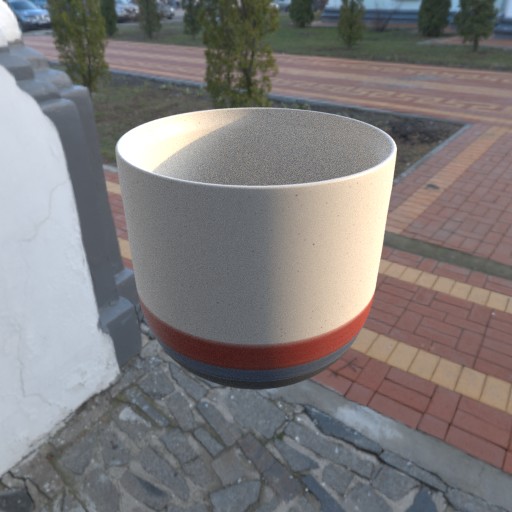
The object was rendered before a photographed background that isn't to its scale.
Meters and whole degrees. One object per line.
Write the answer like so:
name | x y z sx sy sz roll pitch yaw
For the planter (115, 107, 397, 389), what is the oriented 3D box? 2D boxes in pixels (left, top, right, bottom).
planter | 0.000 0.000 0.501 0.268 0.270 0.268 0 30 0
